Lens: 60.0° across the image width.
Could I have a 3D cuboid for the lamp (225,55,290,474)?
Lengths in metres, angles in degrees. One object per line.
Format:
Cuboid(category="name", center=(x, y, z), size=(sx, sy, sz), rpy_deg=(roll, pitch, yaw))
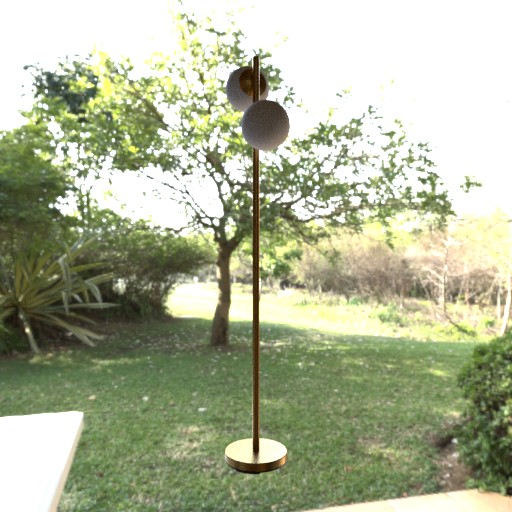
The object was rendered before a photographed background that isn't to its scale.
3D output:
Cuboid(category="lamp", center=(0.000, 0.000, 1.800), size=(0.249, 1.641, 0.419), rpy_deg=(0, -2, -19))
